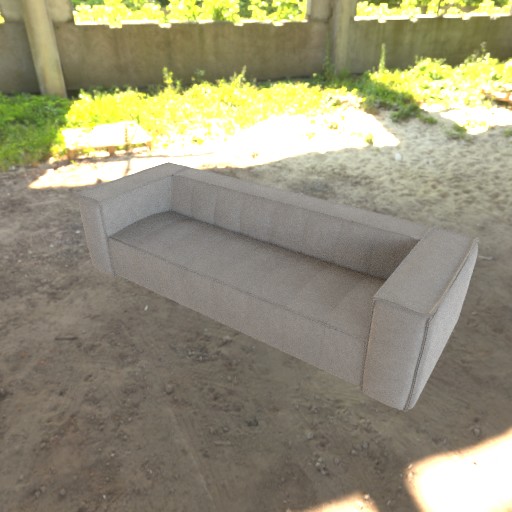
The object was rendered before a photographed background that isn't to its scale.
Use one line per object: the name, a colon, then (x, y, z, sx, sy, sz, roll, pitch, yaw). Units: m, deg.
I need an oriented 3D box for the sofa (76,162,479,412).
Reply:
sofa: (0.000, 0.000, 3.169, 2.697, 0.680, 1.038, 19, 34, 30)
